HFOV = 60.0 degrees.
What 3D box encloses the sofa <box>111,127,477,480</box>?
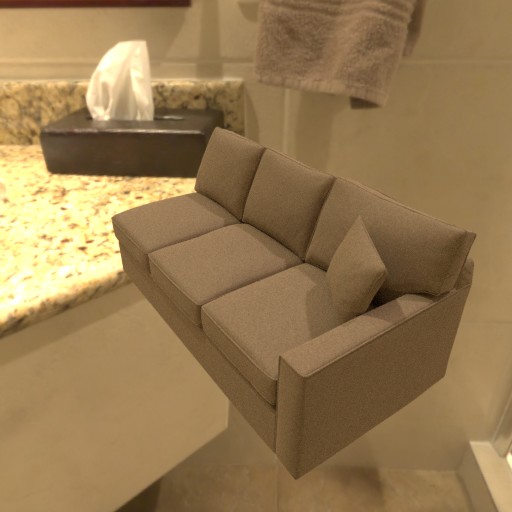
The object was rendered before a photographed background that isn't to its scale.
[{"bbox_3d":[0.000,0.000,2.497,1.034,0.946,1.963,-20,36,-29],"label":"sofa"}]
